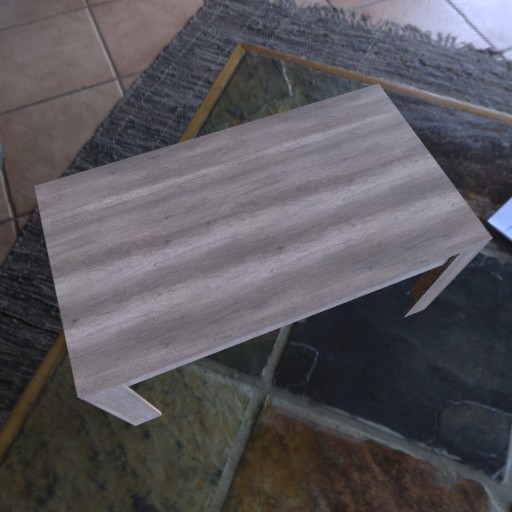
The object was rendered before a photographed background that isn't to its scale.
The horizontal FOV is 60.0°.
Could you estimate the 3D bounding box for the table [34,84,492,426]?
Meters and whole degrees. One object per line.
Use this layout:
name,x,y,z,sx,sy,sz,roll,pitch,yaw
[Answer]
table,0.000,0.000,2.104,1.600,0.775,0.900,-19,64,-10
